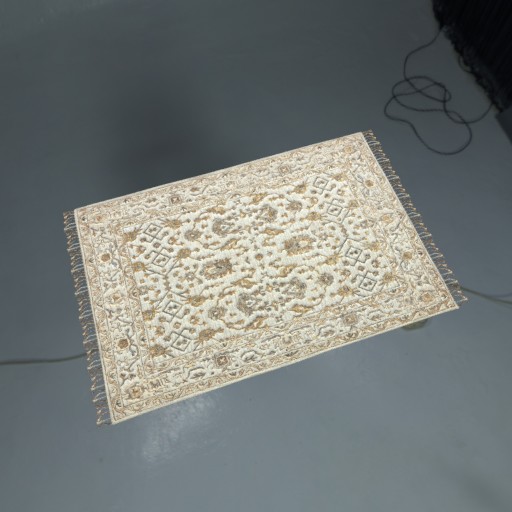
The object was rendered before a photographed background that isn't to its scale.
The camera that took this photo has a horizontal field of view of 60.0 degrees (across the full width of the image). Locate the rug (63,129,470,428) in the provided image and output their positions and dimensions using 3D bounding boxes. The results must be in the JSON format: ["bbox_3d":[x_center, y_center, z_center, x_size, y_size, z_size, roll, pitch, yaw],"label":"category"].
[{"bbox_3d":[0.000,0.000,3.018,2.434,0.027,1.529,-17,66,-8],"label":"rug"}]
